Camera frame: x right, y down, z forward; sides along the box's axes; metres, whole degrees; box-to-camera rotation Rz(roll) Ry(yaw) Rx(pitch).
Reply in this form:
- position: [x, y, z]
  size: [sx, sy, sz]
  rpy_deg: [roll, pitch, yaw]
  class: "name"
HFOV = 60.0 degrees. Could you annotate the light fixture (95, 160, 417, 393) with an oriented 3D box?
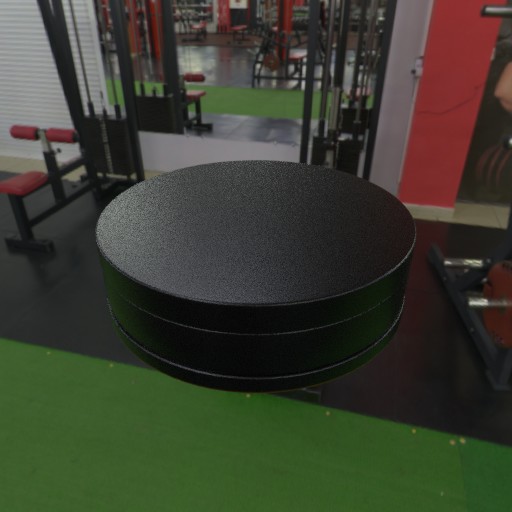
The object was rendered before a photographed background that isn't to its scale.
- position: [0.000, 0.000, 0.428]
  size: [0.283, 0.097, 0.283]
  rpy_deg: [0, 31, 0]
  class: "light fixture"
